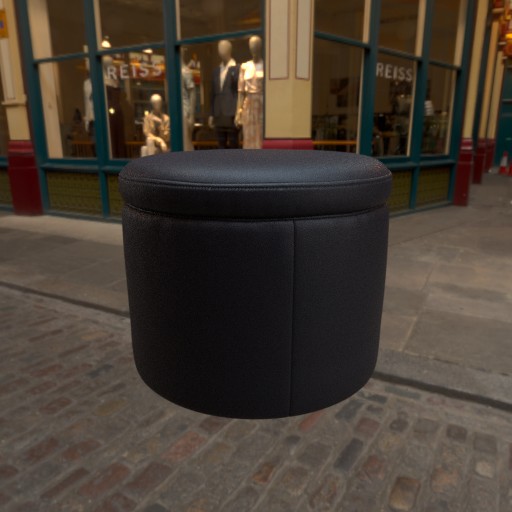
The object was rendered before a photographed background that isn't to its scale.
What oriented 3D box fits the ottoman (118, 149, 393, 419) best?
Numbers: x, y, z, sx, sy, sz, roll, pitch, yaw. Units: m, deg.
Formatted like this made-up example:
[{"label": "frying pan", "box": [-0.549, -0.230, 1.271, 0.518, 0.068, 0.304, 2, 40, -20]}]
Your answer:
[{"label": "ottoman", "box": [0.000, 0.000, 0.884, 0.501, 0.409, 0.501, 0, 16, 0]}]
